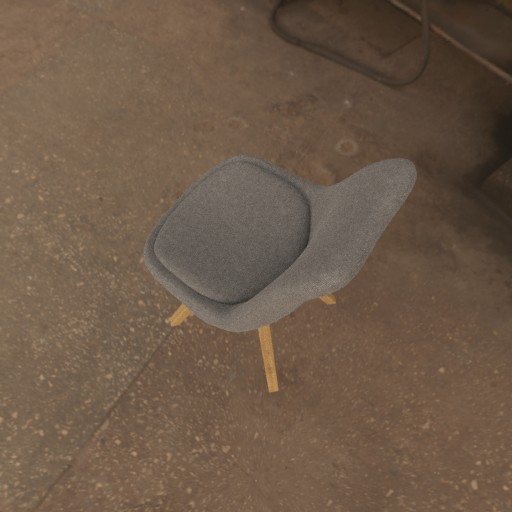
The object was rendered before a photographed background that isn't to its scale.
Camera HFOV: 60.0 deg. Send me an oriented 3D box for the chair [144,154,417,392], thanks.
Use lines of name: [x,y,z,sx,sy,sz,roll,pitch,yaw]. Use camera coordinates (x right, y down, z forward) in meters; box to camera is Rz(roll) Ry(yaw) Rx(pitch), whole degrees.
chair: [0.000,0.000,1.205,0.550,0.865,0.483,32,67,15]
